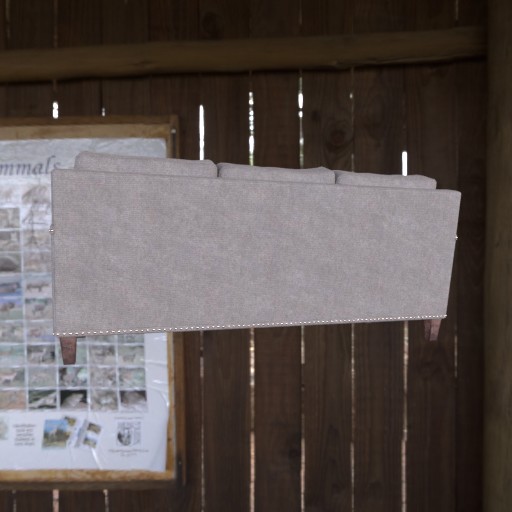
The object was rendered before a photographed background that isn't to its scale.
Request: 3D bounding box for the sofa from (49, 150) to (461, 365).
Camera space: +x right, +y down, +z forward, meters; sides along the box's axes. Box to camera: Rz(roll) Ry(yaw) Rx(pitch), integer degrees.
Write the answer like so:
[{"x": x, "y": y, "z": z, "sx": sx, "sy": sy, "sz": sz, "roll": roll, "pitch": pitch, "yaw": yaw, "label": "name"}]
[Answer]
[{"x": 0.000, "y": 0.000, "z": 2.749, "sx": 2.226, "sy": 1.042, "sz": 1.034, "roll": 0, "pitch": 0, "yaw": -17, "label": "sofa"}]
